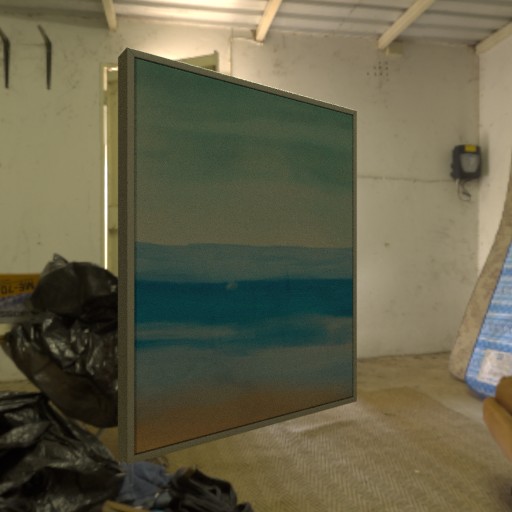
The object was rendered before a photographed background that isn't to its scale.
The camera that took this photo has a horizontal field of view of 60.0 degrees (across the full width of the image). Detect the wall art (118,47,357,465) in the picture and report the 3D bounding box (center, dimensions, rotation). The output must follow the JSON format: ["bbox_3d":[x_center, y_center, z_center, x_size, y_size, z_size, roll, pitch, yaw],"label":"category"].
[{"bbox_3d":[0.000,0.000,0.730,0.445,0.553,0.039,0,0,-35],"label":"wall art"}]
